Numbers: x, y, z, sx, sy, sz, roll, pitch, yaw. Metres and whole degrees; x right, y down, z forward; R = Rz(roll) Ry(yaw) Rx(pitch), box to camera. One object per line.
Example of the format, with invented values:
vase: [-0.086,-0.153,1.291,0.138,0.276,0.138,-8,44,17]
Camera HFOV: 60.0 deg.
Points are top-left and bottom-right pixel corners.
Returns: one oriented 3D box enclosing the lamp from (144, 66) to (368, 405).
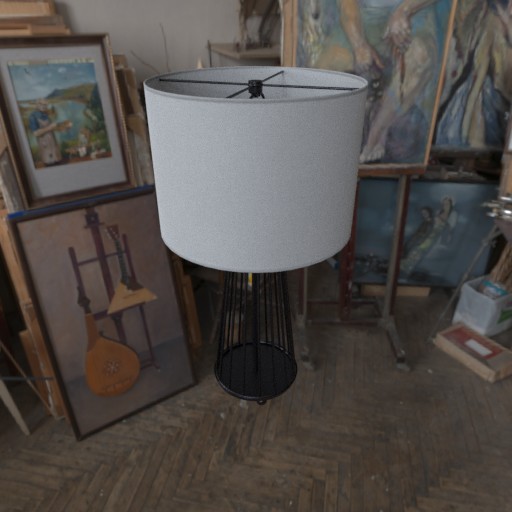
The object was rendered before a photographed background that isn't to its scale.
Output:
lamp: [0.000,0.000,0.793,0.322,0.593,0.322,9,31,15]
